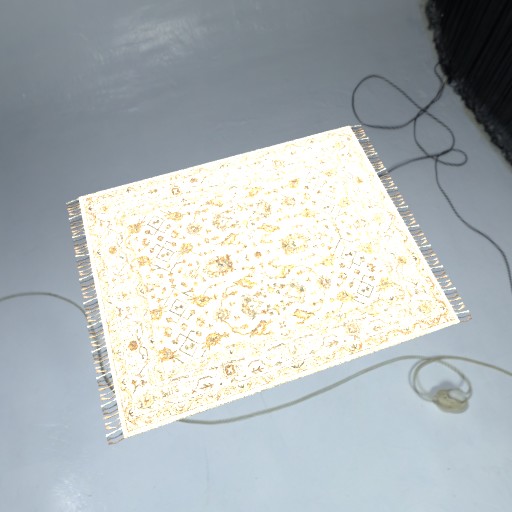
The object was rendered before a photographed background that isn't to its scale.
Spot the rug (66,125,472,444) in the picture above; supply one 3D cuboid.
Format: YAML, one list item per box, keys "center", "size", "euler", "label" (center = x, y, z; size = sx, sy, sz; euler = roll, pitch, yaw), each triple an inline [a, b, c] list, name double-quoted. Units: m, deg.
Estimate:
- center: [0.000, 0.000, 2.230]
  size: [1.726, 0.009, 1.278]
  euler: [-17, 65, -8]
  label: "rug"
